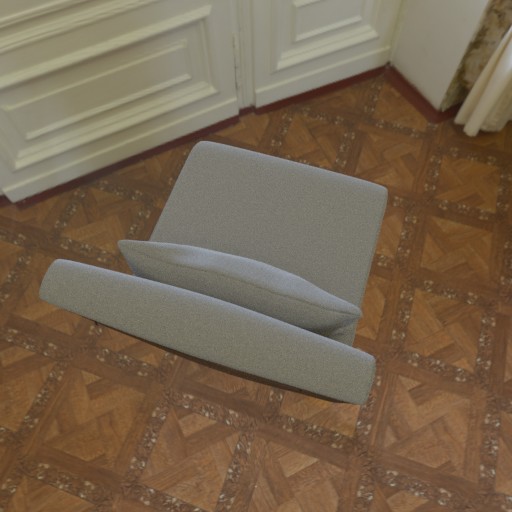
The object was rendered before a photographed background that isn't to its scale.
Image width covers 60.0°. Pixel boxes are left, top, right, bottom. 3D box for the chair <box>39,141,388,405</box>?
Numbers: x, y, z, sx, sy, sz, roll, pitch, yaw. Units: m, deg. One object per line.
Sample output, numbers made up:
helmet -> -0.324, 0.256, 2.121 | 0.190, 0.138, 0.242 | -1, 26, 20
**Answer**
chair -> 0.000, 0.000, 1.474 | 0.770, 0.808, 0.902 | 16, 64, 8
